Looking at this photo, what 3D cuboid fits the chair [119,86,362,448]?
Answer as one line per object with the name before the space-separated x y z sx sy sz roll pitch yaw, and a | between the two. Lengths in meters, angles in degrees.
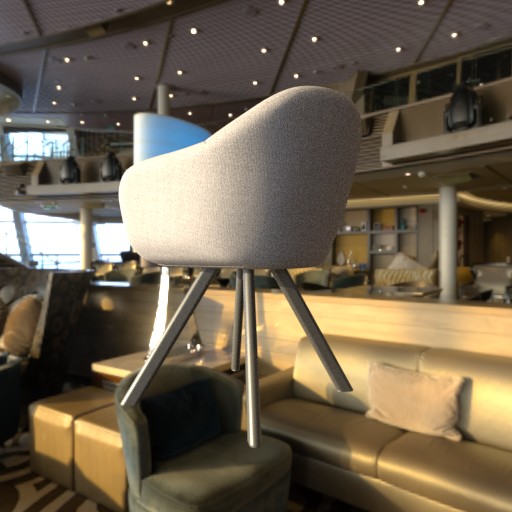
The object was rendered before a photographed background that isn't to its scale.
chair | 0.000 0.000 1.221 0.550 0.795 0.590 0 0 36
